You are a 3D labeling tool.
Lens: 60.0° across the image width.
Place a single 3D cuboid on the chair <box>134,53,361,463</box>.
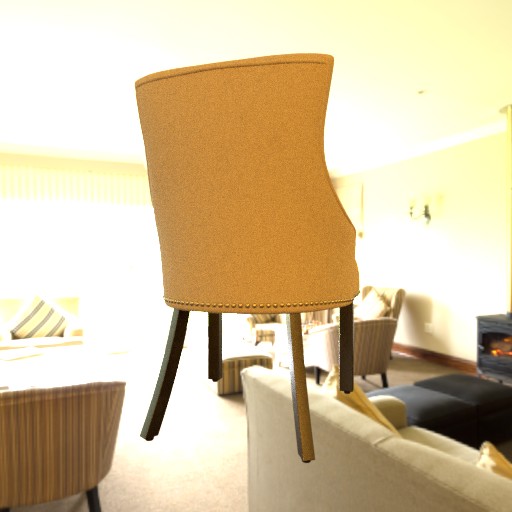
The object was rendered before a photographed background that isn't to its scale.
[{"bbox_3d":[0.000,0.000,1.290,0.566,0.909,0.629,0,0,17],"label":"chair"}]
